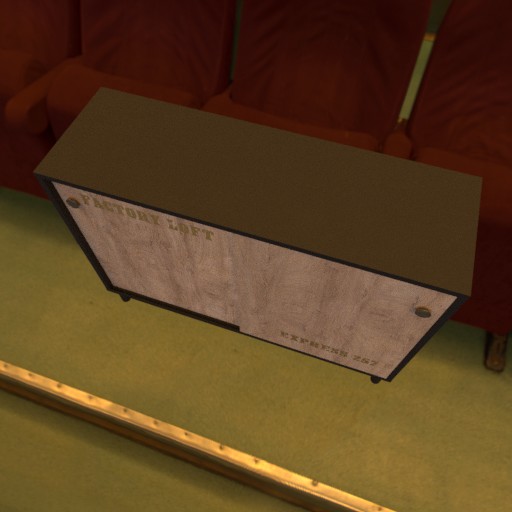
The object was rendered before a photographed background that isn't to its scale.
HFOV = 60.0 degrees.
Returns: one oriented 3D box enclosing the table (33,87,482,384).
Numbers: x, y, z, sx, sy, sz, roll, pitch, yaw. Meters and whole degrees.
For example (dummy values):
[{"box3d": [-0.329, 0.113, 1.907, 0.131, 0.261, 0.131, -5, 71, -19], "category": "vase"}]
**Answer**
[{"box3d": [0.000, 0.000, 1.605, 1.200, 0.855, 0.400, 16, 60, 10], "category": "table"}]
